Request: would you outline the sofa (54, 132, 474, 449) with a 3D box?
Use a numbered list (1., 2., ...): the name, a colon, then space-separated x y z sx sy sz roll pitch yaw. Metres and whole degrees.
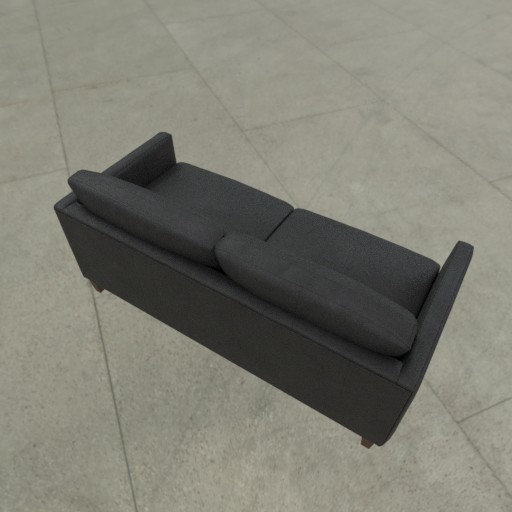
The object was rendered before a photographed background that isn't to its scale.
1. sofa: 0.000 0.000 2.403 1.971 0.863 0.933 25 51 22
